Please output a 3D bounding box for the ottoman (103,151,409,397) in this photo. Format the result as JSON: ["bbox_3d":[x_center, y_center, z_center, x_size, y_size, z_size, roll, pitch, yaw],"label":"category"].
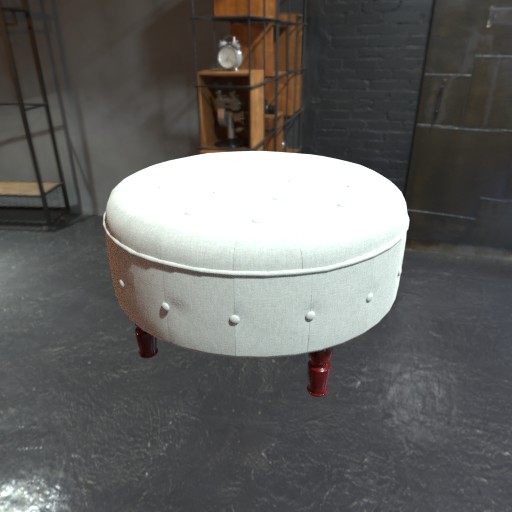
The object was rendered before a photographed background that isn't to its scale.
[{"bbox_3d":[0.000,0.000,1.358,0.850,0.483,0.850,0,26,0],"label":"ottoman"}]
